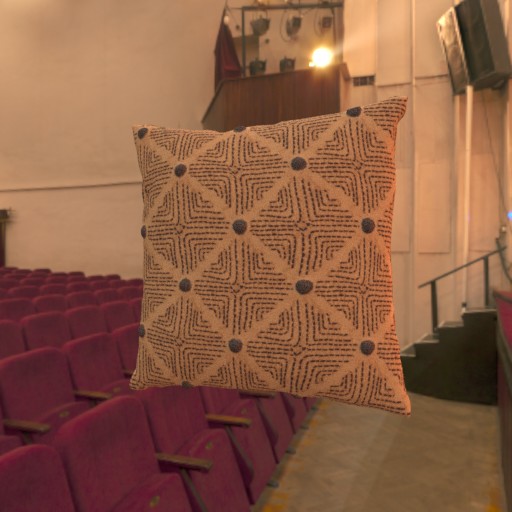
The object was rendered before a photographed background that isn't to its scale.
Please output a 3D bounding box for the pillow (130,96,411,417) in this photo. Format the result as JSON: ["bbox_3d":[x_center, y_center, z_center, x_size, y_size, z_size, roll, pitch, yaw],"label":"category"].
[{"bbox_3d":[0.000,0.000,0.776,0.510,0.510,0.145,0,-1,18],"label":"pillow"}]
